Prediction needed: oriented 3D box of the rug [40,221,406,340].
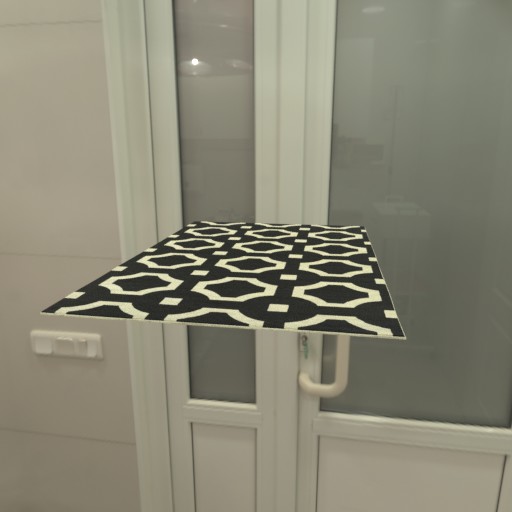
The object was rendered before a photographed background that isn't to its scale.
[{"bbox_3d":[0.000,0.000,2.918,1.555,0.016,2.286,2,15,9],"label":"rug"}]
